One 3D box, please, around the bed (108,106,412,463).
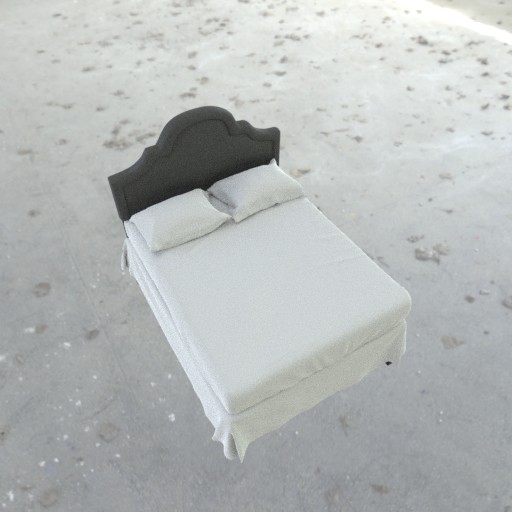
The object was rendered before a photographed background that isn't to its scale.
[{"bbox_3d":[0.000,0.000,3.505,1.780,1.634,2.222,-23,50,-21],"label":"bed"}]
